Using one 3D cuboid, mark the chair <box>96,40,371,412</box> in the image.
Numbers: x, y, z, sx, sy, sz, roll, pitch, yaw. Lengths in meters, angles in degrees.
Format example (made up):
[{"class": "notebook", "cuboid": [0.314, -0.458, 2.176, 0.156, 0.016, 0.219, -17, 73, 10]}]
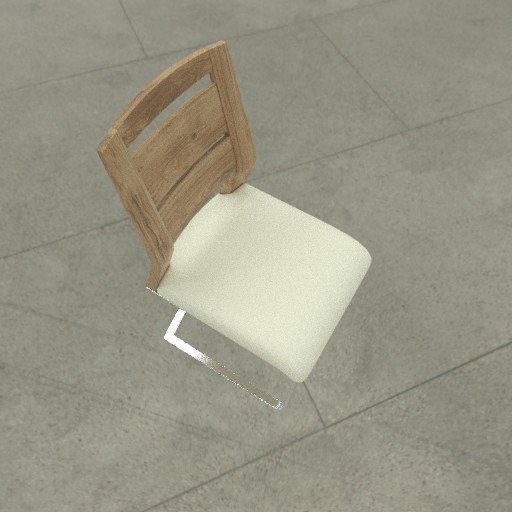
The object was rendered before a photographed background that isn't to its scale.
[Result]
[{"class": "chair", "cuboid": [0.000, 0.000, 1.244, 0.561, 0.955, 0.457, 28, 61, 17]}]
